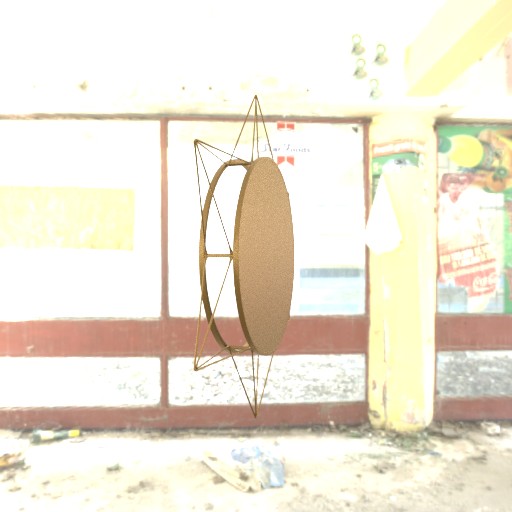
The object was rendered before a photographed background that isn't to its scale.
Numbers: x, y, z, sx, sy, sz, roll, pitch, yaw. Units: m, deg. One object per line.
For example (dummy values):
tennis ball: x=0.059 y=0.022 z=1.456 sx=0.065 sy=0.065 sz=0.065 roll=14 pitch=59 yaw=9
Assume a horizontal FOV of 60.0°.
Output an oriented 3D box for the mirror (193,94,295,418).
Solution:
mirror: x=0.000 y=0.000 z=0.796 sx=0.062 sy=0.581 sz=0.498 roll=0 pitch=0 yaw=18
